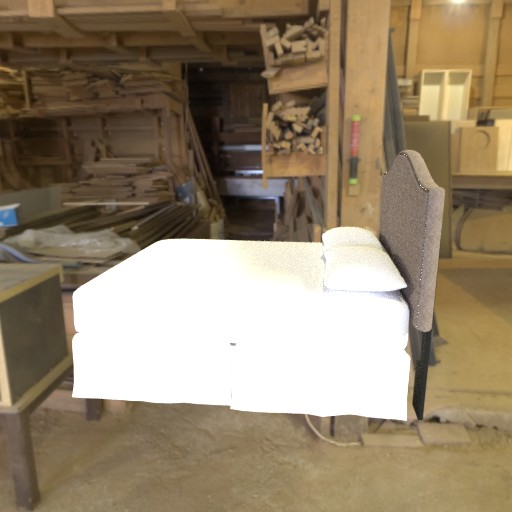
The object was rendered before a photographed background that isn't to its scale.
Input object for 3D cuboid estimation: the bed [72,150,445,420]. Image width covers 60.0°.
[{"bbox_3d":[0.000,0.000,3.260,2.153,1.518,1.713,2,14,8],"label":"bed"}]
